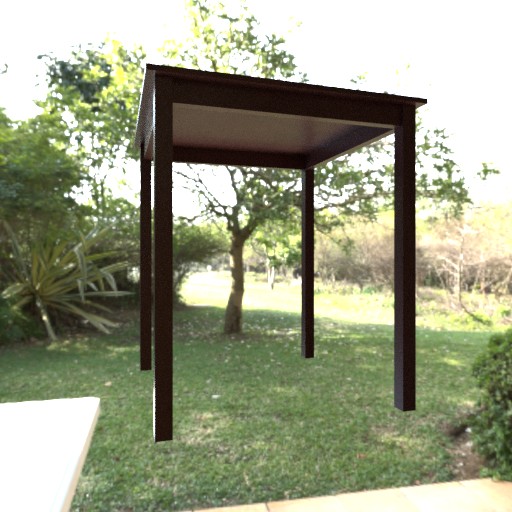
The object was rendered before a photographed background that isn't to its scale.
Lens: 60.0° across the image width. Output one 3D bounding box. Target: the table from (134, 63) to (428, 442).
[{"bbox_3d":[0.000,0.000,1.674,0.861,0.991,0.861,0,0,-17],"label":"table"}]
